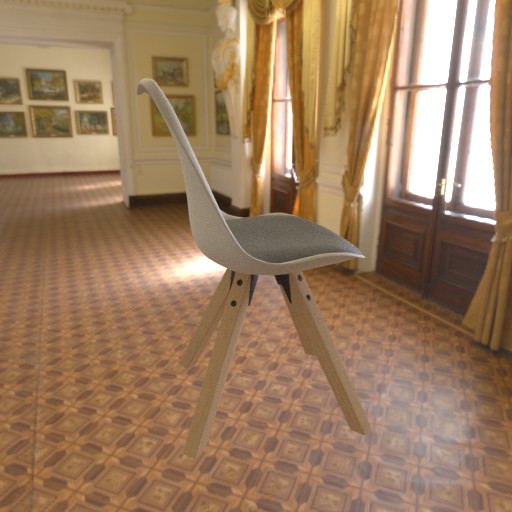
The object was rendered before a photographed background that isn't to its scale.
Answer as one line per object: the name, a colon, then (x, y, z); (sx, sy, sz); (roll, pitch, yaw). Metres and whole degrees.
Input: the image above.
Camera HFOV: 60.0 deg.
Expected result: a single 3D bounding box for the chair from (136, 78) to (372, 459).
chair: (0.000, 0.000, 1.173); (0.550, 0.850, 0.485); (-3, 17, -10)
